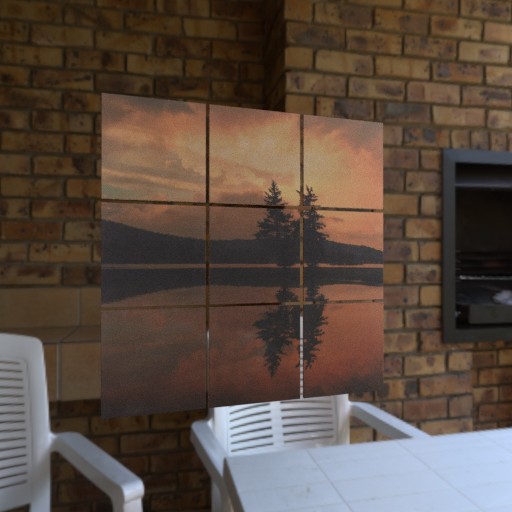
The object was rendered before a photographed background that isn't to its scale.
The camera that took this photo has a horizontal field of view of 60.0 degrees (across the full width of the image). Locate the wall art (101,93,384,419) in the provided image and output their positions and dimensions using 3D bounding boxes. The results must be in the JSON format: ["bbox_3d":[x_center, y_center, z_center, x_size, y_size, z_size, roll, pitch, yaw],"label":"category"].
[{"bbox_3d":[0.000,0.000,2.305,1.520,1.525,0.013,0,0,-18],"label":"wall art"}]
